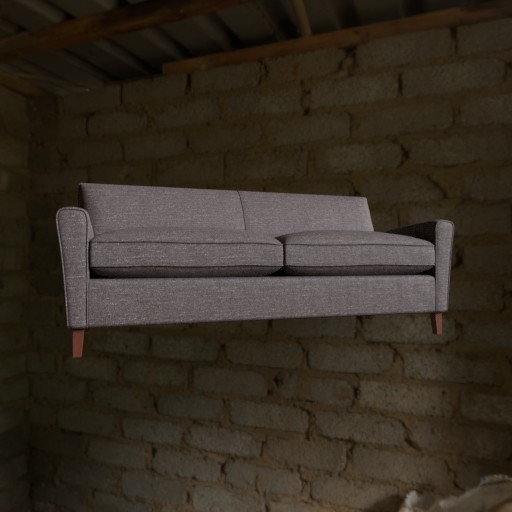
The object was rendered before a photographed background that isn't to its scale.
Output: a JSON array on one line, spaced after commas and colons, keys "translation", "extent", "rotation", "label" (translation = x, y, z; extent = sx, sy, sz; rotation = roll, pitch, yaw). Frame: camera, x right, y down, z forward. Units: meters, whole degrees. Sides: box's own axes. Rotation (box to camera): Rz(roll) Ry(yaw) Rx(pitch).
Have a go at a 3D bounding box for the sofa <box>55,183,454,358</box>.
[{"translation": [0.000, 0.000, 2.484], "extent": [1.976, 0.846, 0.875], "rotation": [0, -1, -18], "label": "sofa"}]
